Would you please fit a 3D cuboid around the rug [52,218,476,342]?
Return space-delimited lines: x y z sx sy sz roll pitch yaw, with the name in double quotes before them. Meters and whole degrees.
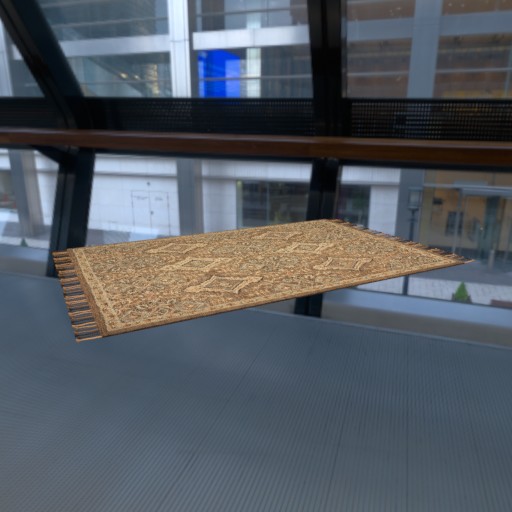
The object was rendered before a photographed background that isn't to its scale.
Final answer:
"rug" 0.000 0.000 2.988 2.434 0.010 1.516 -8 19 -26
